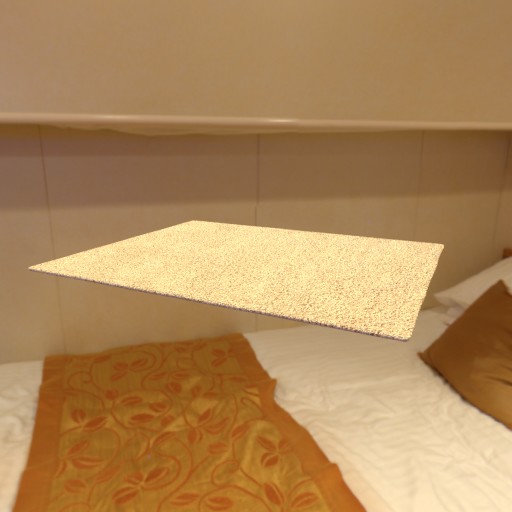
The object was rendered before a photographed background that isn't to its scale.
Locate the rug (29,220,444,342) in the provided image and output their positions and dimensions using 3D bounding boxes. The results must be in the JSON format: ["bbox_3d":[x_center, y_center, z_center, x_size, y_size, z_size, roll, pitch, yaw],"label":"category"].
[{"bbox_3d":[0.000,0.000,4.083,3.047,0.029,2.438,7,17,25],"label":"rug"}]
